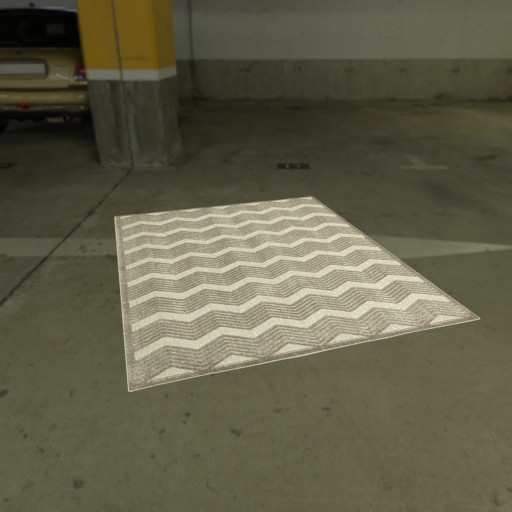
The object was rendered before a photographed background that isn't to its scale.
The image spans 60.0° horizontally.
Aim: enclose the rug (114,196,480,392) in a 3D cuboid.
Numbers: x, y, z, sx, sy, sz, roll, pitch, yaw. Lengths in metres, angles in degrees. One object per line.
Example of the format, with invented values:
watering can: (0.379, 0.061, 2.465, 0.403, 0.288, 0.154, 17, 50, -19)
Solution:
rug: (0.000, 0.000, 4.013, 2.391, 0.005, 2.880, -8, 27, -16)
